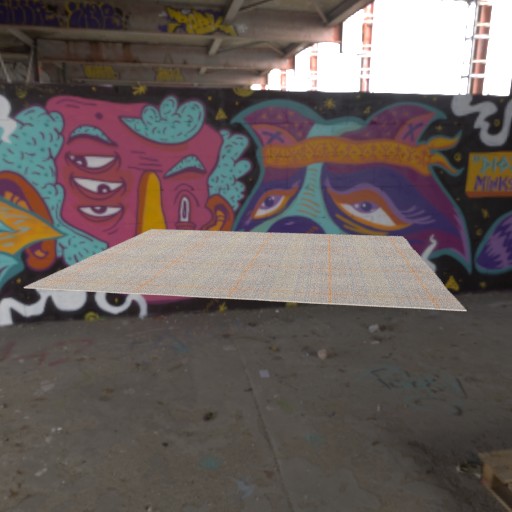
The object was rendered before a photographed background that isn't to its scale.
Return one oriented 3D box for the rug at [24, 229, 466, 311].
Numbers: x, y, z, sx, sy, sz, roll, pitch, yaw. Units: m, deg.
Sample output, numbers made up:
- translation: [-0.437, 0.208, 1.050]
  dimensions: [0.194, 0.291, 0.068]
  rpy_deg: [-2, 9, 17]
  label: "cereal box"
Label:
- translation: [0.000, 0.000, 4.167]
  dimensions: [3.051, 0.021, 2.448]
  rpy_deg: [2, 14, 9]
  label: "rug"
